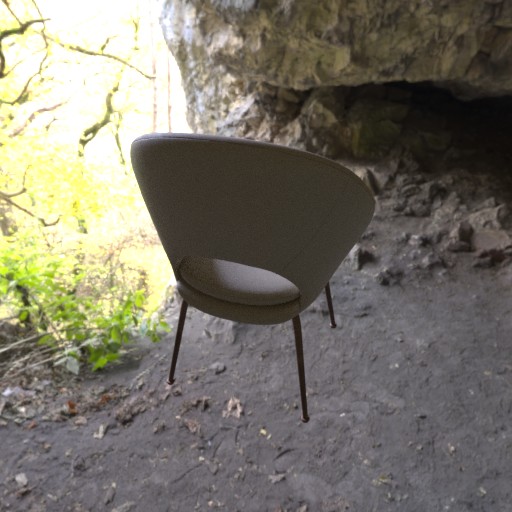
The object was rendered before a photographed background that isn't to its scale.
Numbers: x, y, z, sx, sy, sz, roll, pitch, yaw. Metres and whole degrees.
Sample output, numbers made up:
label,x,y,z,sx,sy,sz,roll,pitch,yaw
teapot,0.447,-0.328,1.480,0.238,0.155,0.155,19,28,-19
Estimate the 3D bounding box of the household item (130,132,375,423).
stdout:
label,x,y,z,sx,sy,sz,roll,pitch,yaw
household item,0.000,0.000,1.296,0.623,0.852,0.573,10,33,16
